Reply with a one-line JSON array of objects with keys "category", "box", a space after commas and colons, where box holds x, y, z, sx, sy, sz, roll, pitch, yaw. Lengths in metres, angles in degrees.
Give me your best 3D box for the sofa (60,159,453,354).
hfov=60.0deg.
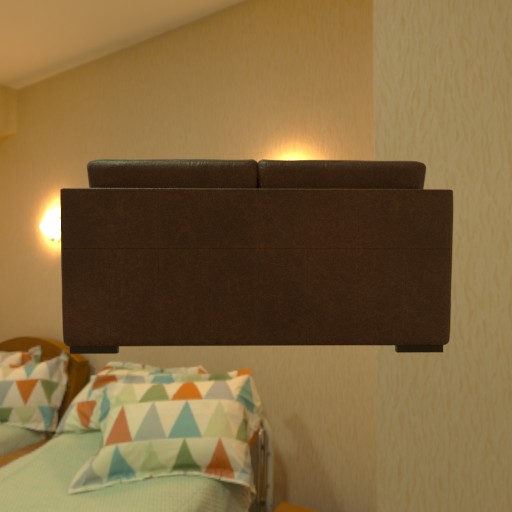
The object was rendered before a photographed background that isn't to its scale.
[{"category": "sofa", "box": [0.000, 0.000, 2.563, 1.880, 0.939, 1.143, 0, -2, -1]}]
